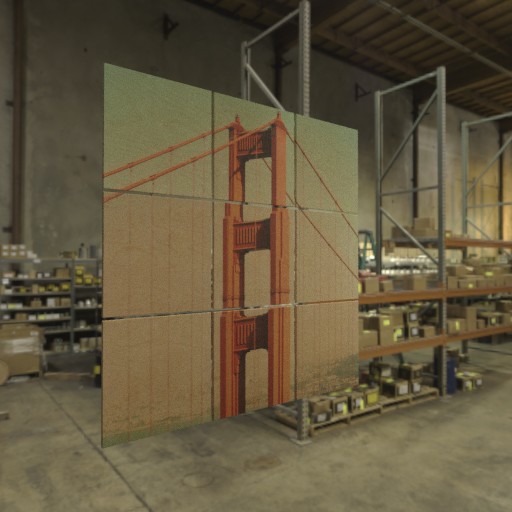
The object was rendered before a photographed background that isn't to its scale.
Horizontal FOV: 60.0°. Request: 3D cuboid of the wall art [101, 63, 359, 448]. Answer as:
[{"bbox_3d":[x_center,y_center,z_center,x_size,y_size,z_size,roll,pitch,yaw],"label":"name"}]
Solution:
[{"bbox_3d":[0.000,0.000,1.768,1.214,1.219,0.013,1,-1,-37],"label":"wall art"}]
